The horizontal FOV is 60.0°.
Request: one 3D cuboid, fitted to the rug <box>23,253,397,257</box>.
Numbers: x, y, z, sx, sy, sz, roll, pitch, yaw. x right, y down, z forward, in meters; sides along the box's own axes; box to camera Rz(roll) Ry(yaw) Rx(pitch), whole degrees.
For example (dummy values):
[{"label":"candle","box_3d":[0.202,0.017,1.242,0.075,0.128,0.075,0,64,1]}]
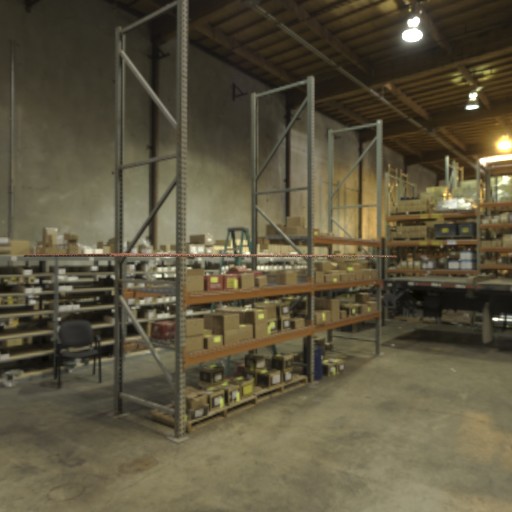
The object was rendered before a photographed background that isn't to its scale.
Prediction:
[{"label":"rug","box_3d":[0.000,0.000,2.723,0.914,0.013,2.471,0,0,38]}]
